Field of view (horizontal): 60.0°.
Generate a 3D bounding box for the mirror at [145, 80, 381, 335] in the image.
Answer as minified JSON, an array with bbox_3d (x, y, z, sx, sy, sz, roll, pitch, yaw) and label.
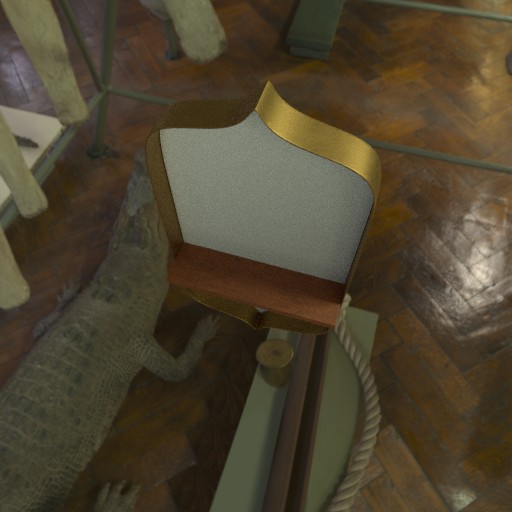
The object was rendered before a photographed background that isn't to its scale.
[{"bbox_3d":[0.000,0.000,0.741,0.323,0.613,0.096,15,59,9],"label":"mirror"}]
